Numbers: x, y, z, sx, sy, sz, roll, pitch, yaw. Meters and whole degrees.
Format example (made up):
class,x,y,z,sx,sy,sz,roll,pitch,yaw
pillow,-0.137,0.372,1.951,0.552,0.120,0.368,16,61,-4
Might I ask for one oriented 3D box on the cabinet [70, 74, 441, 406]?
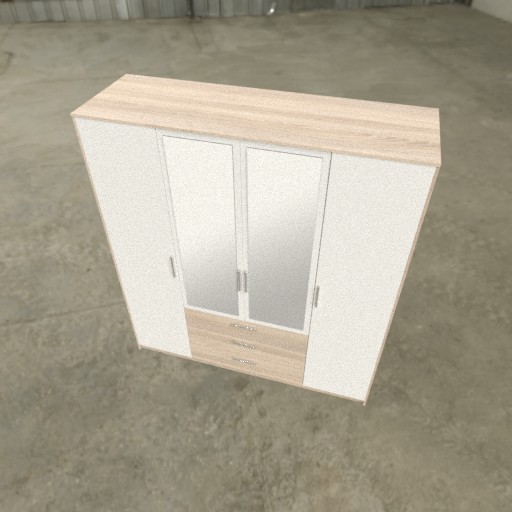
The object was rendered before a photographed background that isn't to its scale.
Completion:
class,x,y,z,sx,sy,sz,roll,pitch,yaw
cabinet,0.000,0.000,3.044,1.870,2.060,0.620,11,43,12
